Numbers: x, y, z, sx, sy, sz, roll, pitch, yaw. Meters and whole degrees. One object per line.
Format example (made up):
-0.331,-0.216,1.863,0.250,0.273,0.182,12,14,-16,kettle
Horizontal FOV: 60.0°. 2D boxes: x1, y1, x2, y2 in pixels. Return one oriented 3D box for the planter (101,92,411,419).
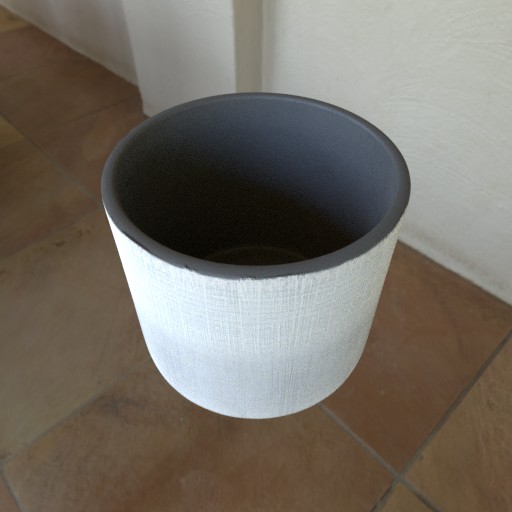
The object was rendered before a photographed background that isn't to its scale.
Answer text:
0.000,0.000,0.397,0.226,0.201,0.226,0,47,0,planter
